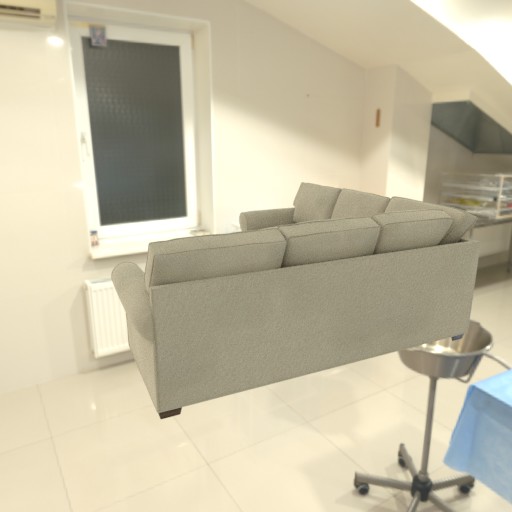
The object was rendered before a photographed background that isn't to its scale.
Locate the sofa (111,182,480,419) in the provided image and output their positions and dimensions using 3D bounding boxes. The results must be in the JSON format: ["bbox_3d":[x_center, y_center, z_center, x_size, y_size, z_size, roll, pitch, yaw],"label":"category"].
[{"bbox_3d":[0.000,0.000,3.946,2.562,1.053,2.487,-7,17,-24],"label":"sofa"}]
